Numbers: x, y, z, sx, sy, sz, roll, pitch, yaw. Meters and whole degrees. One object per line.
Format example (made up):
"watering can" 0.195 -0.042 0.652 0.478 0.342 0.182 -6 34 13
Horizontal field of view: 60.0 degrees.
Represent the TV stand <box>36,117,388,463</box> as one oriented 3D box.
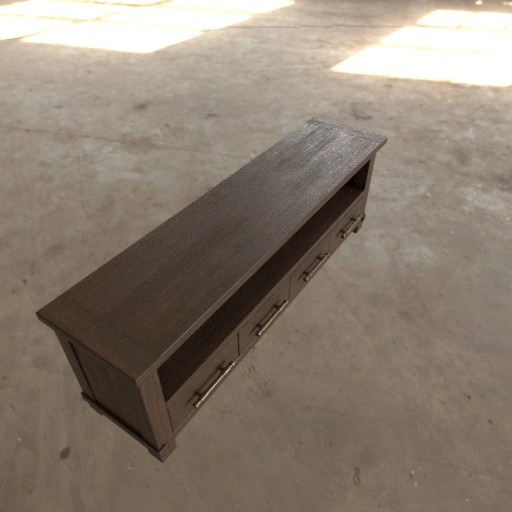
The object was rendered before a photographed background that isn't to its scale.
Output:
"TV stand" 0.000 0.000 2.124 0.471 0.615 1.866 24 46 25
